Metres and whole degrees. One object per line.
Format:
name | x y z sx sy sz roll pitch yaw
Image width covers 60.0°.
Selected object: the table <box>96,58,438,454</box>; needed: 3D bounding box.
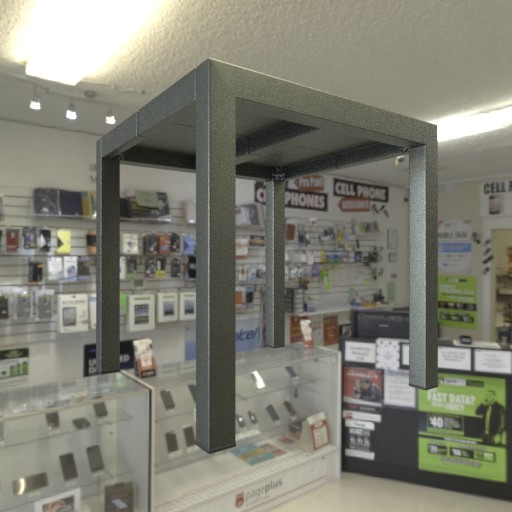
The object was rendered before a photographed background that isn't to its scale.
table | 0.000 0.000 0.918 0.508 0.508 0.508 0 0 -35
